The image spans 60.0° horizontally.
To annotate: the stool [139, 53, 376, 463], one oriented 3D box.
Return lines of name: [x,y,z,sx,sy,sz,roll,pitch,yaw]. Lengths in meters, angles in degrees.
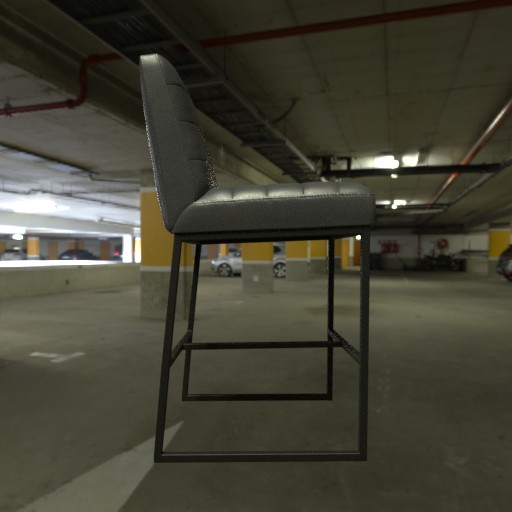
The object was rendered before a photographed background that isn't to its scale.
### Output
stool: [0.000,0.000,1.226,0.552,0.938,0.457,0,0,-1]
